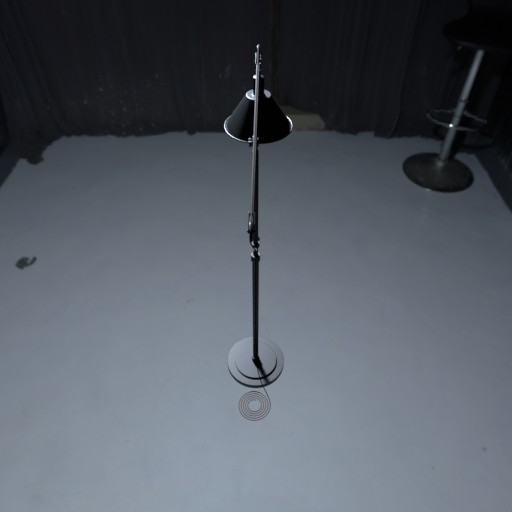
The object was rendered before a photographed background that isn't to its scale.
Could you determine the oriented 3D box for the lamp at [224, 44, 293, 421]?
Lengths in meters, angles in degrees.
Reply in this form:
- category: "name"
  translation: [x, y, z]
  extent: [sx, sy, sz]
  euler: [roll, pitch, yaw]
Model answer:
- category: "lamp"
  translation: [0.000, 0.000, 1.994]
  extent: [0.319, 1.626, 0.904]
  euler: [1, 46, 1]
